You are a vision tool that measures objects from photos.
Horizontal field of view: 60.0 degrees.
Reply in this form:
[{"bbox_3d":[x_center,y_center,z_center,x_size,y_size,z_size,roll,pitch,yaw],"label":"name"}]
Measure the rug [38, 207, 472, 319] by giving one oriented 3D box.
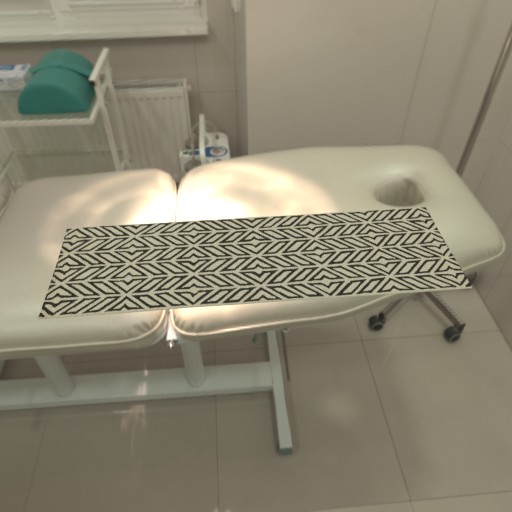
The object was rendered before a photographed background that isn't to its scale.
[{"bbox_3d":[0.000,0.000,2.738,2.435,0.009,0.750,-4,45,-4],"label":"rug"}]
